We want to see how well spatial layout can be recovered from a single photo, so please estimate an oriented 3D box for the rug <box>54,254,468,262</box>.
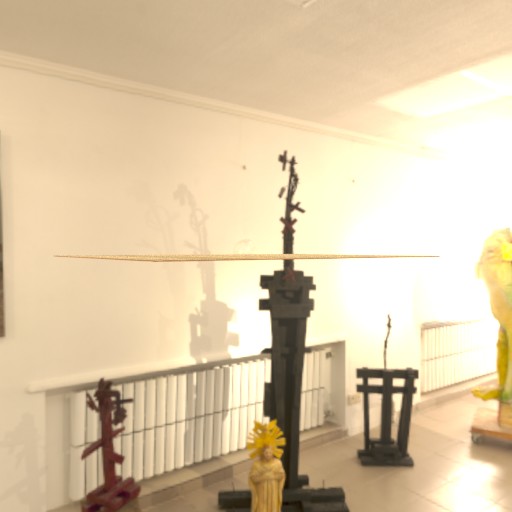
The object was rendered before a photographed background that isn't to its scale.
[{"bbox_3d":[0.000,0.000,4.149,3.045,0.011,2.436,-1,1,-36],"label":"rug"}]
